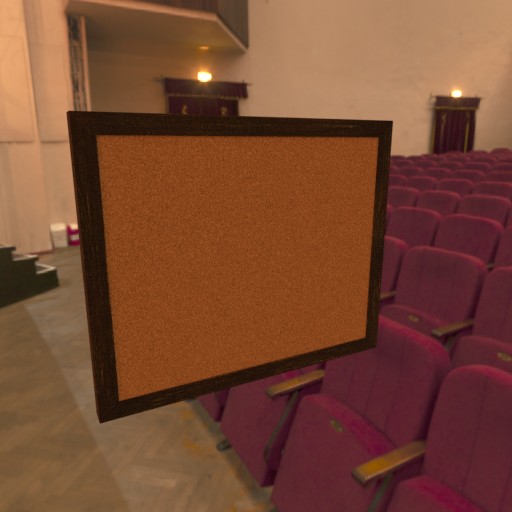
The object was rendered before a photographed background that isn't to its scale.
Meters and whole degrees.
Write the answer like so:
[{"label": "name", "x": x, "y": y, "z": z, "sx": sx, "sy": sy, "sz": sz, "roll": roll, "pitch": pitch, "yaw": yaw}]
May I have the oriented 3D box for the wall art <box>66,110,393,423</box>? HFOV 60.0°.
[{"label": "wall art", "x": 0.000, "y": 0.000, "z": 0.763, "sx": 0.558, "sy": 0.457, "sz": 0.032, "roll": -7, "pitch": 16, "yaw": -27}]
